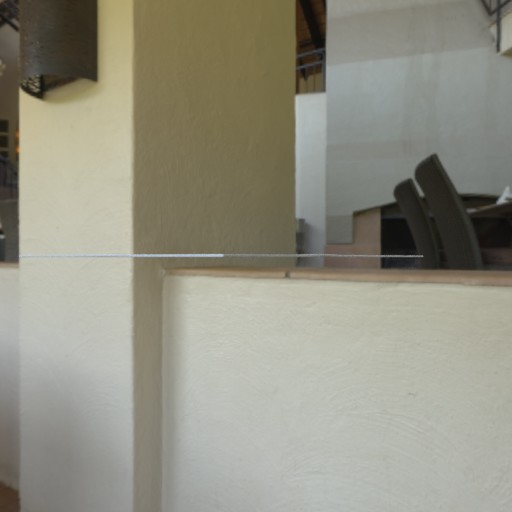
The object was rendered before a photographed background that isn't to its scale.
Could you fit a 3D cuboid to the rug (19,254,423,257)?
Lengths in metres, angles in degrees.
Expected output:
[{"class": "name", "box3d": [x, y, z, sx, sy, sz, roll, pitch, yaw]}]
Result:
[{"class": "rug", "box3d": [0.000, 0.000, 3.045, 1.545, 0.016, 2.460, 0, 0, 37]}]
